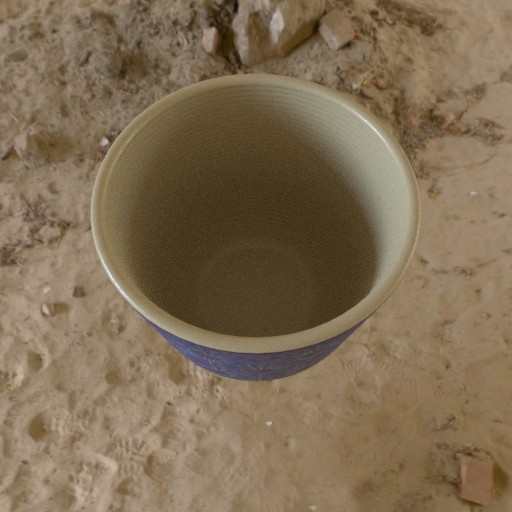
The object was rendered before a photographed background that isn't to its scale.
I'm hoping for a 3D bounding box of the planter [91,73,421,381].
[{"bbox_3d":[0.000,0.000,0.363,0.206,0.190,0.206,0,64,0],"label":"planter"}]
